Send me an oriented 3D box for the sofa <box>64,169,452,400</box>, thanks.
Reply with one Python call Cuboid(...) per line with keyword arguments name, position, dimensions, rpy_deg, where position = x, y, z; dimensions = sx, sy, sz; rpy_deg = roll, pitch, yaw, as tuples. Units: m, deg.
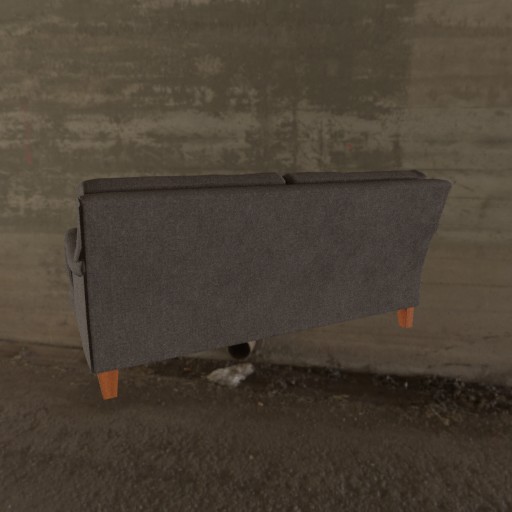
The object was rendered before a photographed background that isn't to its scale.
Cuboid(name="sofa", position=(0.000, 0.000, 2.755), dimensions=(2.160, 1.054, 1.087), rpy_deg=(-7, 15, -26))
